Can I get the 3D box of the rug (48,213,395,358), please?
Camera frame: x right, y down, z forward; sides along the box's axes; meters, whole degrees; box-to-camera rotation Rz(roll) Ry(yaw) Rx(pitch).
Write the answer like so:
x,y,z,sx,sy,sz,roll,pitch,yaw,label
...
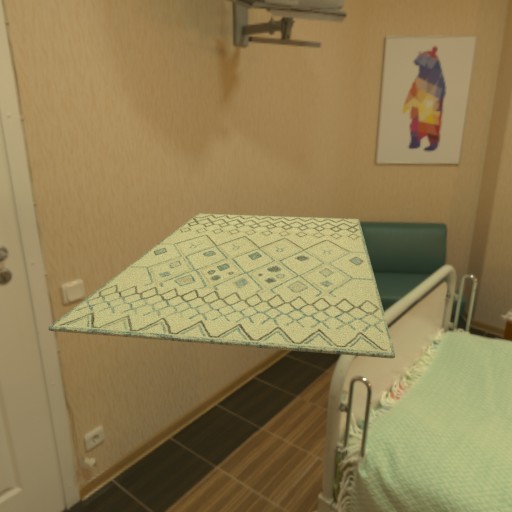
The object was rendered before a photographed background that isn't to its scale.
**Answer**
x,y,z,sx,sy,sz,roll,pitch,yaw,label
0.000,0.000,3.035,1.524,0.015,2.439,3,18,9,rug
